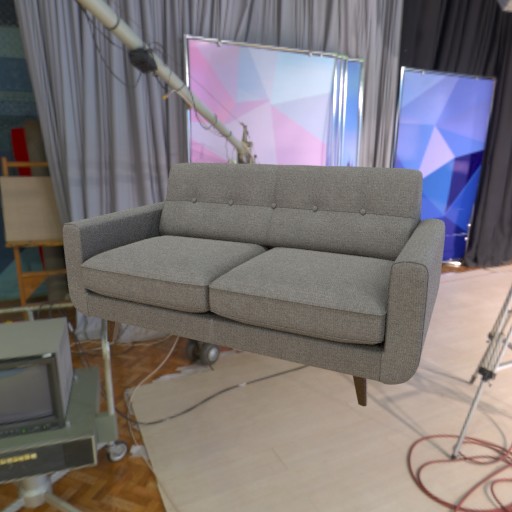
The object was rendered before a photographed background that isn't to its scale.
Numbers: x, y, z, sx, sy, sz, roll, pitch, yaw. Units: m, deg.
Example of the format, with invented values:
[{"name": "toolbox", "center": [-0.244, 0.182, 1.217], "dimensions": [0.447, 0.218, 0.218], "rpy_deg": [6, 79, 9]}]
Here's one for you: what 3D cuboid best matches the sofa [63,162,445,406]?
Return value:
[{"name": "sofa", "center": [0.000, 0.000, 2.149], "dimensions": [1.631, 0.841, 0.909], "rpy_deg": [7, 16, 25]}]
